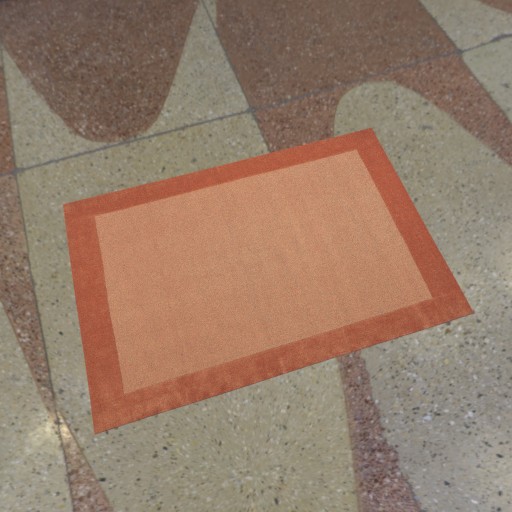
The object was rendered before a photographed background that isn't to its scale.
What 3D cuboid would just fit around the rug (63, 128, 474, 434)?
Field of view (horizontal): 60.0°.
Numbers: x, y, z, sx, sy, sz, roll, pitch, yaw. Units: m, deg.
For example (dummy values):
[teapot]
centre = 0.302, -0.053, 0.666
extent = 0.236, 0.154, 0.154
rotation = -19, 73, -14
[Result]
[rug]
centre = 0.000, 0.000, 2.278
extent = 1.829, 0.014, 1.219
rotation = -16, 65, -8
